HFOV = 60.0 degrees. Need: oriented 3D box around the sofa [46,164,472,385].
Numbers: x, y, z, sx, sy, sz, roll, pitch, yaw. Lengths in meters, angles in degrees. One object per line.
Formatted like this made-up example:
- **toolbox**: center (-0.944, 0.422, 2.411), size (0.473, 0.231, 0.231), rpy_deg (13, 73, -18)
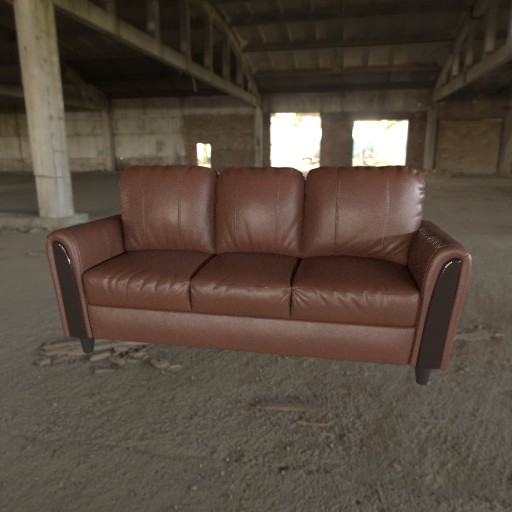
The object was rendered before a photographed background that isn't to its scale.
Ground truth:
- **sofa**: center (0.000, 0.000, 2.277), size (1.862, 0.915, 0.802), rpy_deg (3, 14, 11)
